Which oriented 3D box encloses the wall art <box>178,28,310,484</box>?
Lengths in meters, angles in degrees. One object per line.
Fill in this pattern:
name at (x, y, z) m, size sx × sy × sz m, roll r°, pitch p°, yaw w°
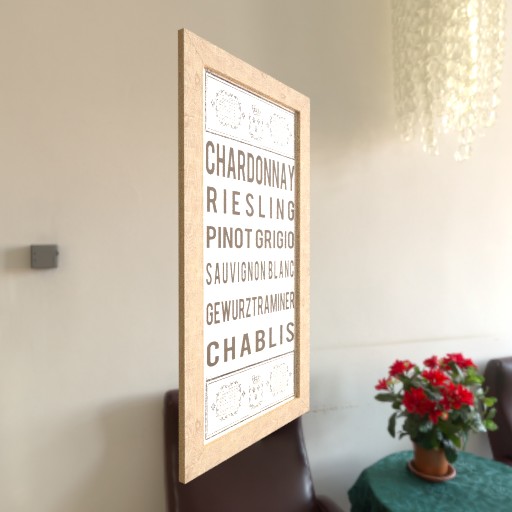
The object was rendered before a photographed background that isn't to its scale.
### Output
wall art at (0.000, 0.000, 0.821) m, size 0.013 × 0.683 × 0.381 m, roll 1°, pitch 1°, yaw 36°
